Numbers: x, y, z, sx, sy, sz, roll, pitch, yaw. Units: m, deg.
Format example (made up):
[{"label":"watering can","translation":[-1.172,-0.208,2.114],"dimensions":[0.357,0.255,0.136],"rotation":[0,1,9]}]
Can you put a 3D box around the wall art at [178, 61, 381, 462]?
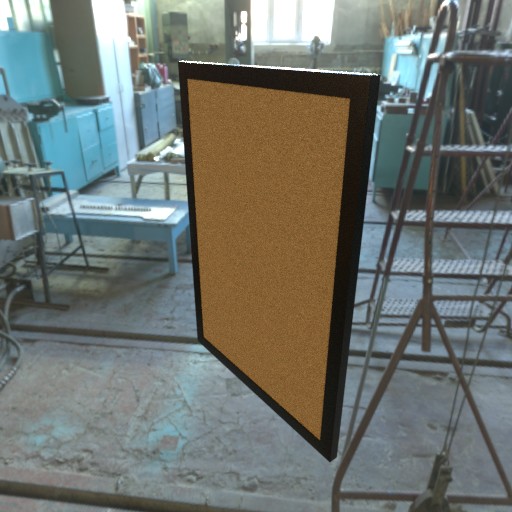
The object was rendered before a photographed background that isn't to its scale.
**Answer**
[{"label":"wall art","translation":[0.000,0.000,0.833],"dimensions":[0.019,0.656,0.462],"rotation":[-19,32,-34]}]
